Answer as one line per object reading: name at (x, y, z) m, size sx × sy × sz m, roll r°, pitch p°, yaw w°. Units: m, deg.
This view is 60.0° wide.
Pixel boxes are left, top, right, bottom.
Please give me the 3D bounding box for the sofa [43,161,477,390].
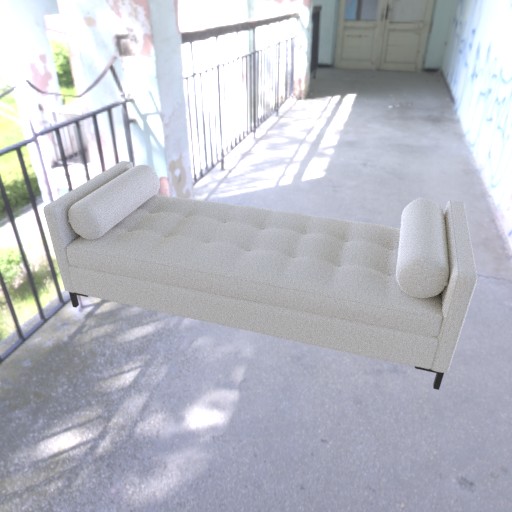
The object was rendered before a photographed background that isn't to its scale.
sofa at (0.000, 0.000, 2.355) m, size 1.985 × 0.641 × 0.746 m, roll 10°, pitch 33°, yaw 15°
